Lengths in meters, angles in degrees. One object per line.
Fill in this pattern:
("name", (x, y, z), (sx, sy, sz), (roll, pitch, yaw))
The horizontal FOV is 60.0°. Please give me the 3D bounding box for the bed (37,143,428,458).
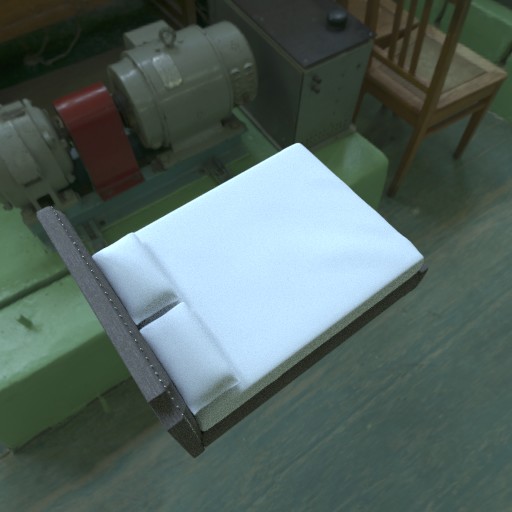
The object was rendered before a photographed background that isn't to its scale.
("bed", (0.000, 0.000, 3.467), (2.381, 1.457, 1.713), (-32, 64, -18))
